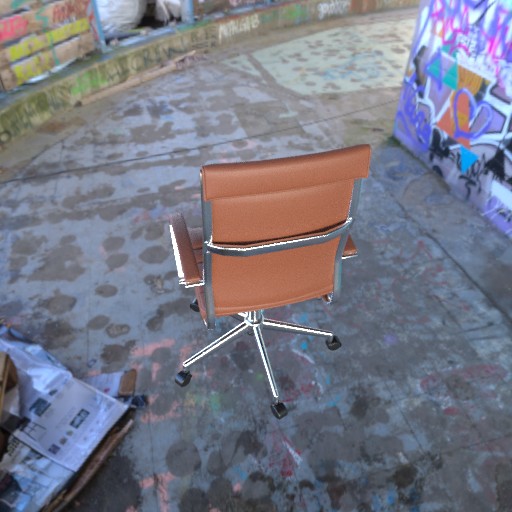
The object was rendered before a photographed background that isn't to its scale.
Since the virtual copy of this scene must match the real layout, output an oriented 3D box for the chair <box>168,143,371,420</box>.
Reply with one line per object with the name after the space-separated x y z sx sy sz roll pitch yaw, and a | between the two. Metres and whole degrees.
0.000 0.000 1.681 0.766 1.149 0.739 -10 41 -12 | chair
